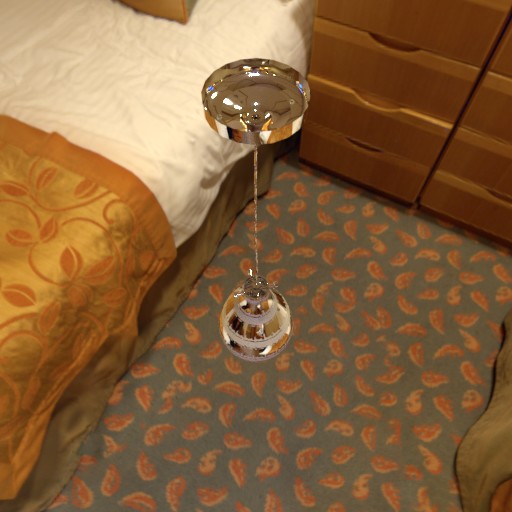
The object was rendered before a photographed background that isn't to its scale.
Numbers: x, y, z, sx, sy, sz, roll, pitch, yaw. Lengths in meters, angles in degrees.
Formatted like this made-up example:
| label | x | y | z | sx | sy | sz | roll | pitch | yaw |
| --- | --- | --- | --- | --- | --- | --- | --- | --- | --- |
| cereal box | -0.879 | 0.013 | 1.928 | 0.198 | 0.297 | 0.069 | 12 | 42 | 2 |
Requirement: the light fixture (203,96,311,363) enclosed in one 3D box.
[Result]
| label | x | y | z | sx | sy | sz | roll | pitch | yaw |
| --- | --- | --- | --- | --- | --- | --- | --- | --- | --- |
| light fixture | 0.000 | 0.000 | 1.633 | 0.374 | 1.457 | 0.374 | -15 | 61 | -8 |
